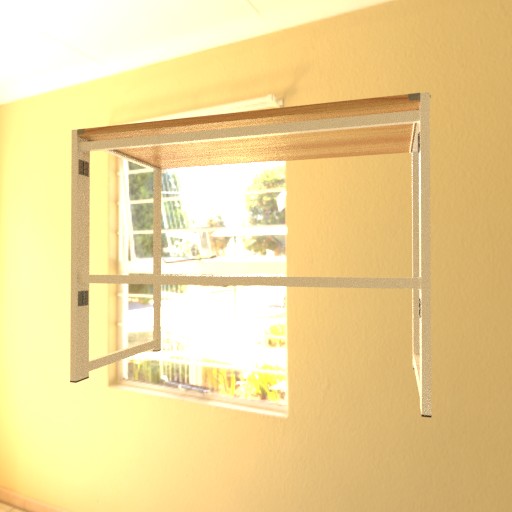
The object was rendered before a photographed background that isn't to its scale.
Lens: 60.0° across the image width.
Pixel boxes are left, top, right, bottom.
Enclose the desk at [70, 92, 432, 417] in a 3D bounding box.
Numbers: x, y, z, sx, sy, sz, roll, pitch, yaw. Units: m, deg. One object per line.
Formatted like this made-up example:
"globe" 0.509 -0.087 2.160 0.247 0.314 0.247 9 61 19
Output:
"desk" 0.000 0.000 1.427 1.016 0.762 0.508 0 -1 17
